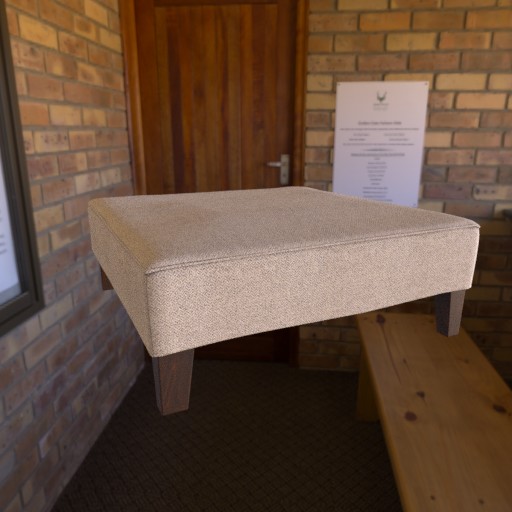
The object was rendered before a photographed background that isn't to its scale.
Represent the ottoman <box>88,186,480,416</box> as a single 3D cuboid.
[{"bbox_3d":[0.000,0.000,1.515,0.973,0.381,0.982,-8,17,-25],"label":"ottoman"}]
